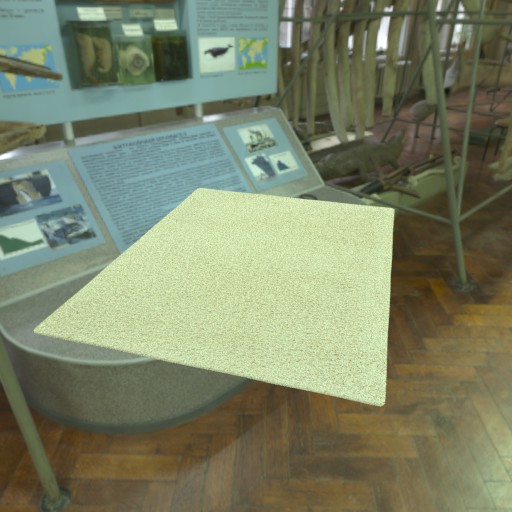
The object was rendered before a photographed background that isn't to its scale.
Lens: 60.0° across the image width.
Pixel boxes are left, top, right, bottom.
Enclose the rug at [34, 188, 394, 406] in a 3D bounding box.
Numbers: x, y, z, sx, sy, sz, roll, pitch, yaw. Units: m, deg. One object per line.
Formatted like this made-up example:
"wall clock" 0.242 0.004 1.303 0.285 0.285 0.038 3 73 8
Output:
"rug" 0.000 0.000 4.136 2.438 0.029 3.047 8 30 14
